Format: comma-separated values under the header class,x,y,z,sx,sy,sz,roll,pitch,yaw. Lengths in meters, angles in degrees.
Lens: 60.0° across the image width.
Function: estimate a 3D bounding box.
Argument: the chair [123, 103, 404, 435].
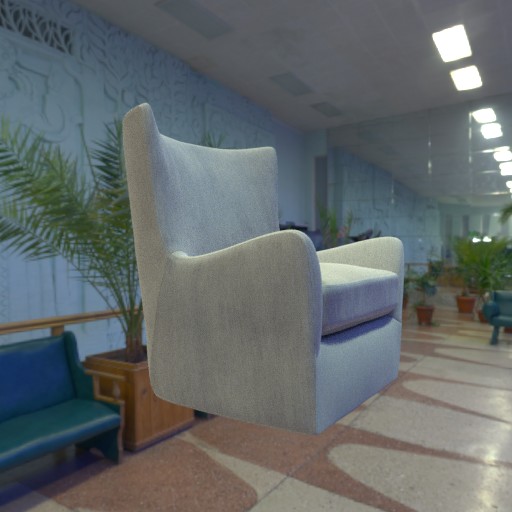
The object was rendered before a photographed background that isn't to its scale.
class,x,y,z,sx,sy,sz,roll,pitch,yaw
chair,0.000,0.000,1.644,0.904,1.000,0.779,1,1,36
